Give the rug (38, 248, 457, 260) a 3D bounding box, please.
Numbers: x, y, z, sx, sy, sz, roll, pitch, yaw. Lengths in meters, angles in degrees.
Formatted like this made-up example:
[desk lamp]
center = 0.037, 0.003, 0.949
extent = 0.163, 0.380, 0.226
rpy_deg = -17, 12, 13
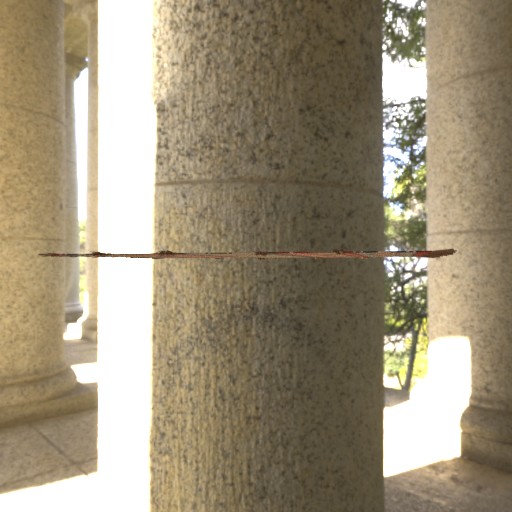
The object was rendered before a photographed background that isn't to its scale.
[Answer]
[rug]
center = 0.000, 0.000, 3.113
extent = 2.450, 0.048, 1.778
rpy_deg = 0, -1, 18
